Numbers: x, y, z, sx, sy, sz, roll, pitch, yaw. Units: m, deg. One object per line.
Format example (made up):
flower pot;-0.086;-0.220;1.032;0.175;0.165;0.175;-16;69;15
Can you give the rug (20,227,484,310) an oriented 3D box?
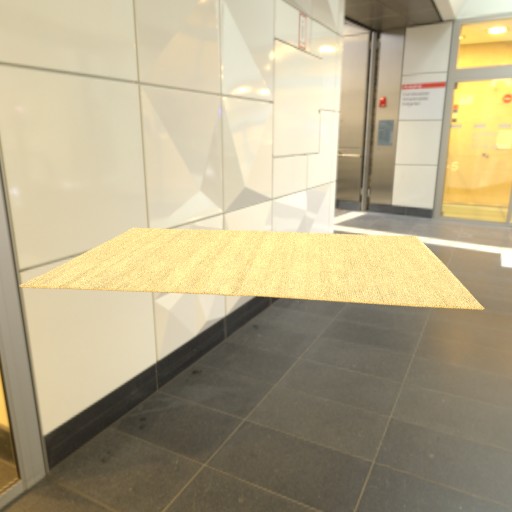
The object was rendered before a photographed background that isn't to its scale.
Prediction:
rug;0.000;0.000;2.261;1.820;0.022;1.179;2;15;8
